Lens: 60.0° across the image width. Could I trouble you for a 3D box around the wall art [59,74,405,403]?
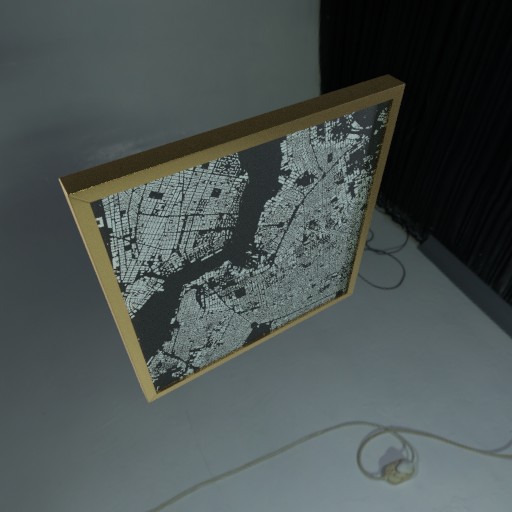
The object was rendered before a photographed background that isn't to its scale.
[{"bbox_3d":[0.000,0.000,0.464,0.305,0.305,0.023,-24,51,-21],"label":"wall art"}]
